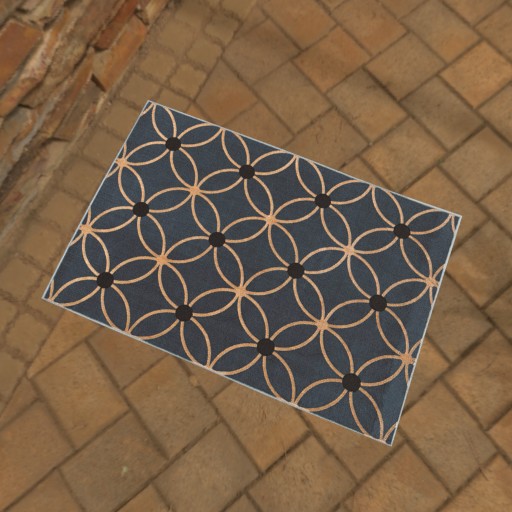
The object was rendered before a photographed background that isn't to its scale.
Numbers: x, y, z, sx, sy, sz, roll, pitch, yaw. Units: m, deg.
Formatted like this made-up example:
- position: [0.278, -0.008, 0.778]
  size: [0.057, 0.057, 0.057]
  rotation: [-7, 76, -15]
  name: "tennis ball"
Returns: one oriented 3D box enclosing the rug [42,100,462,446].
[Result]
- position: [0.000, 0.000, 2.821]
  size: [2.284, 0.008, 1.522]
  rotation: [21, 76, 5]
  name: "rug"
